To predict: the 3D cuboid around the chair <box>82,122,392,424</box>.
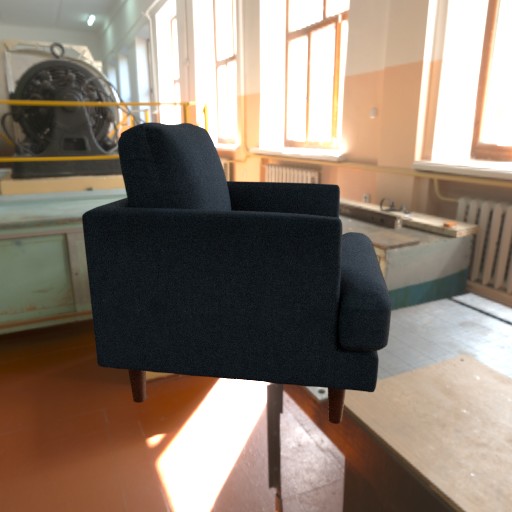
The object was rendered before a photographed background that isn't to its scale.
[{"bbox_3d":[0.000,0.000,1.654,0.899,0.957,0.858,3,16,9],"label":"chair"}]
